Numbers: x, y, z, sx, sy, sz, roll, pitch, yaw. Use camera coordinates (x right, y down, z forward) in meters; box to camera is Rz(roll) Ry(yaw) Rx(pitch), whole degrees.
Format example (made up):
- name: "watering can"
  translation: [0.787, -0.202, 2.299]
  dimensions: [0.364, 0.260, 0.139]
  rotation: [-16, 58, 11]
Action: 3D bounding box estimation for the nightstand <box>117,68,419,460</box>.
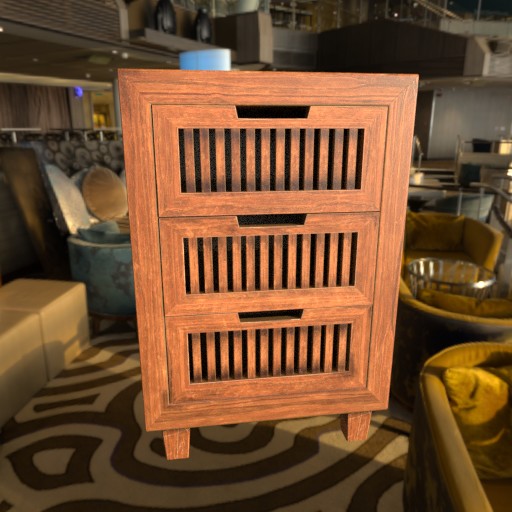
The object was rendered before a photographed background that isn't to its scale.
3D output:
- name: "nightstand"
  translation: [0.000, 0.000, 0.959]
  dimensions: [0.465, 0.695, 0.410]
  rotation: [-2, 16, -8]
